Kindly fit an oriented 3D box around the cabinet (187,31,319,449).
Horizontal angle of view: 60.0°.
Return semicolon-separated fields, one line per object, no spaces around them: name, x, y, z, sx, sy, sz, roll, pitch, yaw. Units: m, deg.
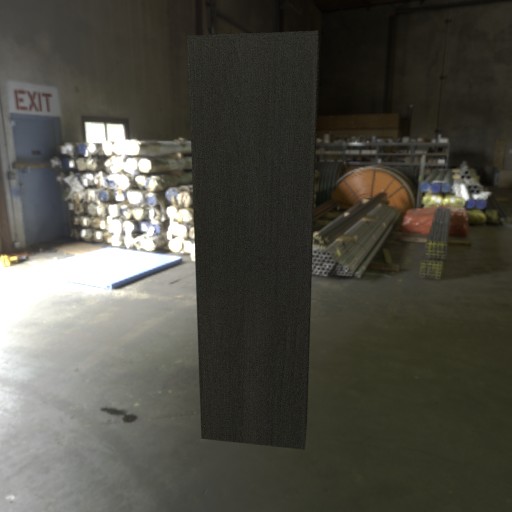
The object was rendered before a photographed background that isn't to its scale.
cabinet;0.000;0.000;2.002;0.500;1.790;0.230;2;14;9
